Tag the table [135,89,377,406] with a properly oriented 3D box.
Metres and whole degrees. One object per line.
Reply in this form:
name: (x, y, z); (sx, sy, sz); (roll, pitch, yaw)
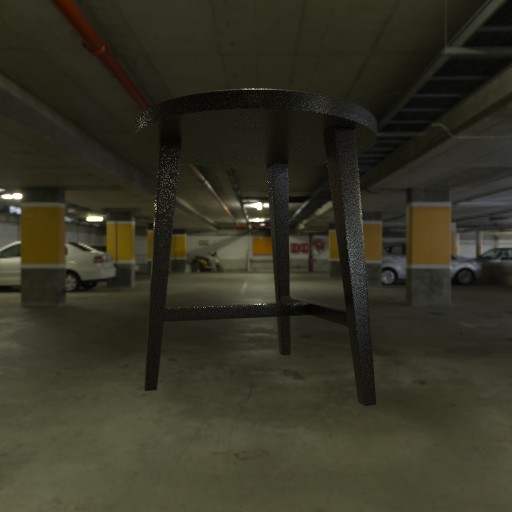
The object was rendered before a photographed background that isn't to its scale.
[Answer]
table: (0.000, 0.000, 0.951); (0.500, 0.531, 0.500); (0, 0, 0)
